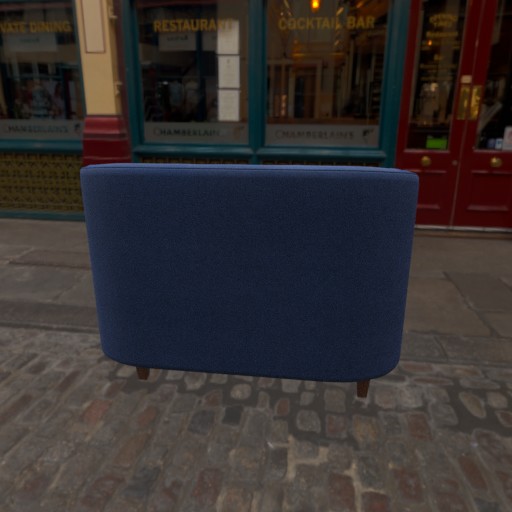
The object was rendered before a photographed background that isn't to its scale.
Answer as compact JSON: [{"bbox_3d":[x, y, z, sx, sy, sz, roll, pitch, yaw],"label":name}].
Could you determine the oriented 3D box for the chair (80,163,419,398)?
[{"bbox_3d":[0.000,0.000,1.769,1.118,0.787,0.914,2,17,8],"label":"chair"}]
